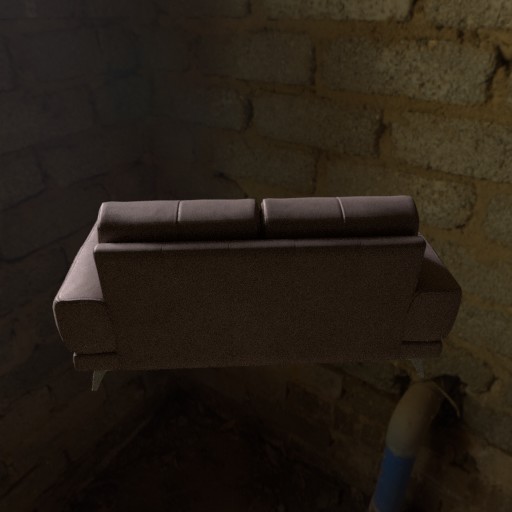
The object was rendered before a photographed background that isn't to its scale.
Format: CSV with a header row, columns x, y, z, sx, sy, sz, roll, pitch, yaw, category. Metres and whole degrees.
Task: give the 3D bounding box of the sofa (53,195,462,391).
x,y,z,sx,sy,sz,roll,pitch,yaw,category
0.000,0.000,2.345,1.806,0.907,1.018,-2,31,-3,sofa
